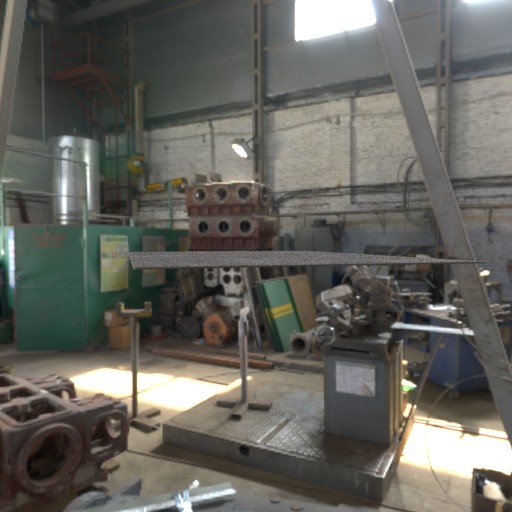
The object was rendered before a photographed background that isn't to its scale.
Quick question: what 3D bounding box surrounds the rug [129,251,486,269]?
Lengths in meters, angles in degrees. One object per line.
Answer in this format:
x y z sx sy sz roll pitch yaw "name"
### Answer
0.000 0.000 2.928 1.600 0.008 2.235 -1 2 -16 "rug"
